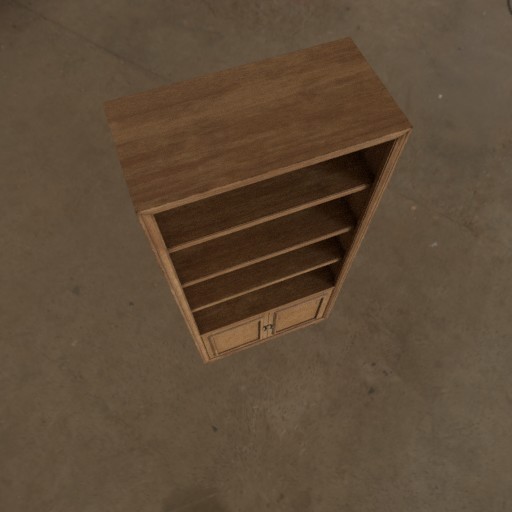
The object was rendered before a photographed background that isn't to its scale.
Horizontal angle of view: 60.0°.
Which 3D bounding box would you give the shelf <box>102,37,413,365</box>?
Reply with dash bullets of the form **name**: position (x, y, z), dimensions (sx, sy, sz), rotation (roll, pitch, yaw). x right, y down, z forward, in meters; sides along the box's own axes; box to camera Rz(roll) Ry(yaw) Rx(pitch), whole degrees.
- **shelf**: position (0.000, 0.000, 2.230), dimensions (0.864, 1.930, 0.453), rotation (-19, 65, -9)
